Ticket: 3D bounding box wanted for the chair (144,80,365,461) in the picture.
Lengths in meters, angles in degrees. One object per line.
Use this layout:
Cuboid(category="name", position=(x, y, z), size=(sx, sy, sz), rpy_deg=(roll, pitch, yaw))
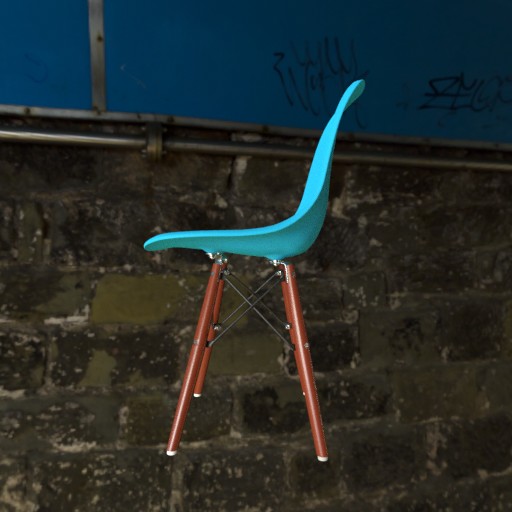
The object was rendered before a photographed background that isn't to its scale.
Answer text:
Cuboid(category="chair", position=(0.000, 0.000, 1.115), size=(0.533, 0.826, 0.470), rpy_deg=(0, 0, 0))
